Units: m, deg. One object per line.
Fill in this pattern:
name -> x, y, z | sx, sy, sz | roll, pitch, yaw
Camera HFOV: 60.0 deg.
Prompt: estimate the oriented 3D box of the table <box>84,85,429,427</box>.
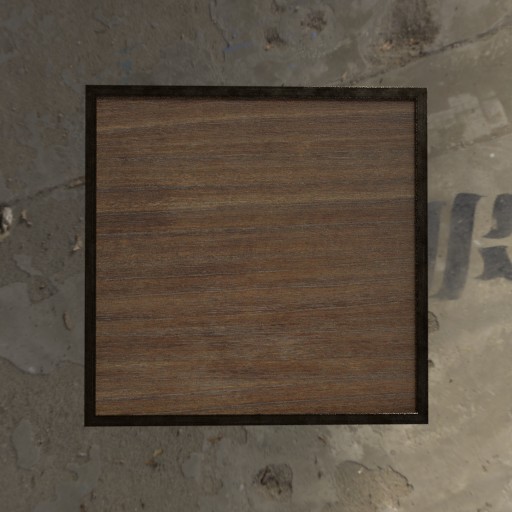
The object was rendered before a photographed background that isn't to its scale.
table -> 0.000, 0.000, 1.397 | 0.909, 0.451, 0.899 | 0, 89, -1
